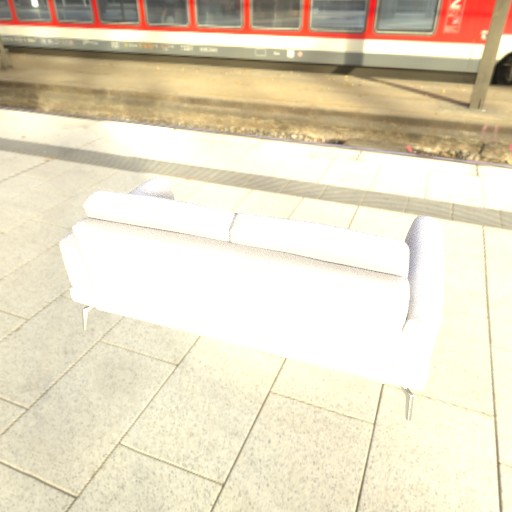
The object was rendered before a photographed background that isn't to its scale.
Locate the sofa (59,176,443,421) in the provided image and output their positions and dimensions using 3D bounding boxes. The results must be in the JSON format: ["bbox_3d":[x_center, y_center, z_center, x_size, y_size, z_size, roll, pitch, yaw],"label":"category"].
[{"bbox_3d":[0.000,0.000,2.780,2.177,0.930,1.121,11,34,17],"label":"sofa"}]
